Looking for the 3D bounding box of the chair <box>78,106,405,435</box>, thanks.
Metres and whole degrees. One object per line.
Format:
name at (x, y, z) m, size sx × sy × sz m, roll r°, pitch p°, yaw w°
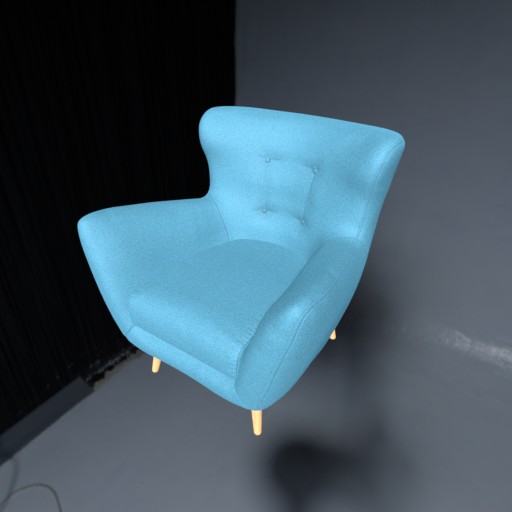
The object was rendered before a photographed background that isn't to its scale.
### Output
chair at (0.000, 0.000, 1.622) m, size 0.890 × 0.889 × 0.889 m, roll 20°, pitch 36°, yaw 30°
